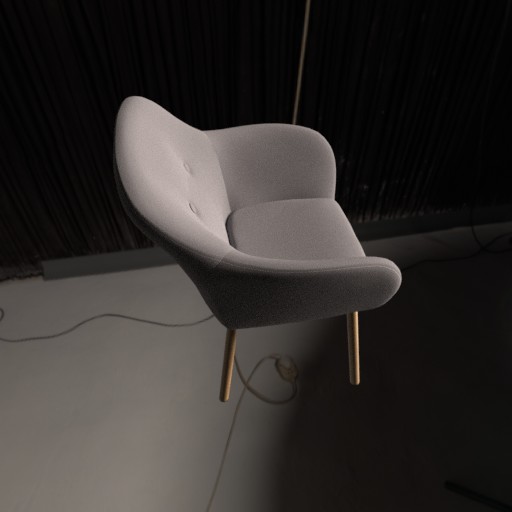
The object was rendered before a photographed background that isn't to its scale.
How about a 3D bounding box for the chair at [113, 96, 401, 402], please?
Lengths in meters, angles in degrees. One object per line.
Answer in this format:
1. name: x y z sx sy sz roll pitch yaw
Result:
1. chair: 0.000 0.000 1.226 0.590 0.830 0.570 -8 47 -8
